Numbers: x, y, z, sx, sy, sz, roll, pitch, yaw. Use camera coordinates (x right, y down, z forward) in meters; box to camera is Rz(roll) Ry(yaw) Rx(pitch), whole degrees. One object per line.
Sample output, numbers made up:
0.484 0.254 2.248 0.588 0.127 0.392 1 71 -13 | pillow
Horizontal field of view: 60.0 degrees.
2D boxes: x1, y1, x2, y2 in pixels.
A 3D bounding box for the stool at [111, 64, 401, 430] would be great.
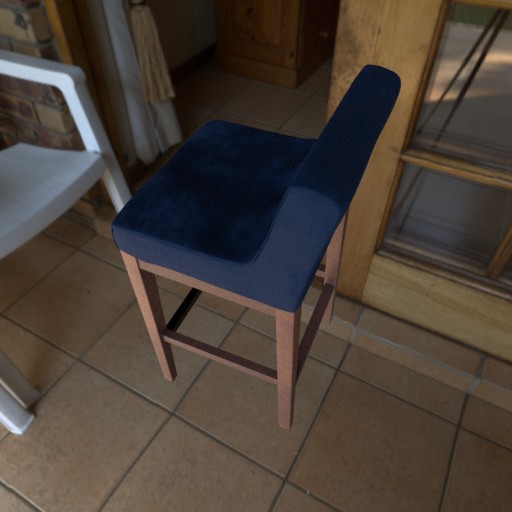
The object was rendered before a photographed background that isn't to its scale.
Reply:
0.000 0.000 1.229 0.516 0.945 0.511 17 49 16 | stool
